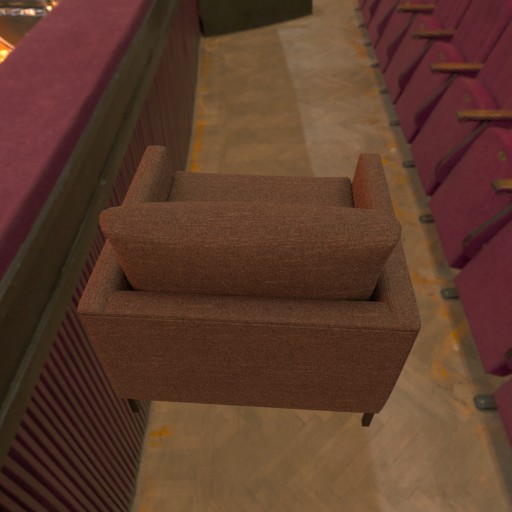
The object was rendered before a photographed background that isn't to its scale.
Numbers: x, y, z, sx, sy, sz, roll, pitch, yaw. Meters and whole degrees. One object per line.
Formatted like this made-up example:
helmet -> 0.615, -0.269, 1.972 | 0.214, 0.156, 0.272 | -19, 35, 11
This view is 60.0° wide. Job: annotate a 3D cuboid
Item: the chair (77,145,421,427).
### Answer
chair -> 0.000, 0.000, 1.579 | 0.940, 0.841, 0.845 | 3, 45, 3
